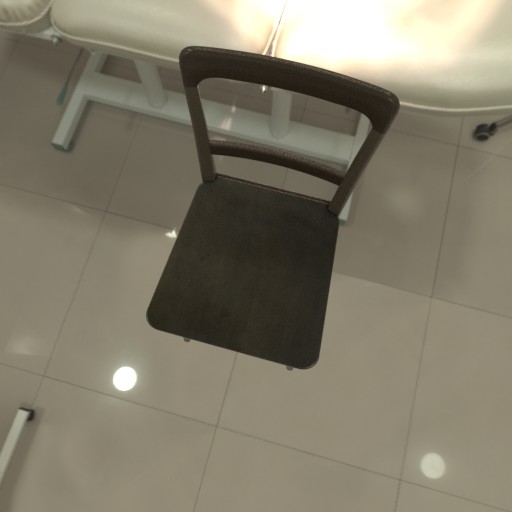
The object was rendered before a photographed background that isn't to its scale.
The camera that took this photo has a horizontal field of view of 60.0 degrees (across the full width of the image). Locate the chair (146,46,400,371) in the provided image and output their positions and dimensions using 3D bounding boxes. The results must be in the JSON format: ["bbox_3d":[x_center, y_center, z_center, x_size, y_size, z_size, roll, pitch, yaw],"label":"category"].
[{"bbox_3d":[0.000,0.000,1.258,0.450,0.991,0.546,15,76,4],"label":"chair"}]
